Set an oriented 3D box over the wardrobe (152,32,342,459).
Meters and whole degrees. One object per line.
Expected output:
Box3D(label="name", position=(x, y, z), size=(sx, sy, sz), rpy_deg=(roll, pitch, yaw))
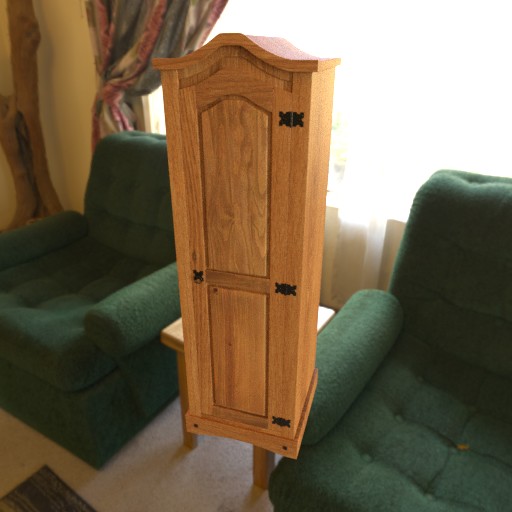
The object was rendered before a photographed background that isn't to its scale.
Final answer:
Box3D(label="wardrobe", position=(0.000, 0.000, 2.091), size=(0.590, 1.870, 0.570), rpy_deg=(8, 26, 16))
